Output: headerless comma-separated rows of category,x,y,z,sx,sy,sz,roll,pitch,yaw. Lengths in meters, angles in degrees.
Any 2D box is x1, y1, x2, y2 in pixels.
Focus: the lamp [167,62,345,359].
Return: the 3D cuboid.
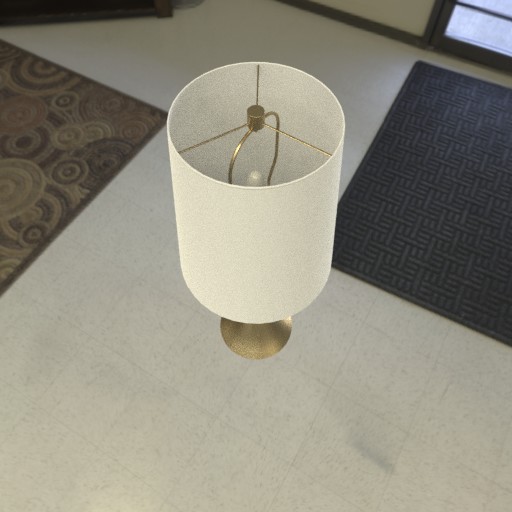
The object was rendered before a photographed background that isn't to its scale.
lamp,0.000,0.000,0.686,0.231,0.569,0.231,0,60,0
